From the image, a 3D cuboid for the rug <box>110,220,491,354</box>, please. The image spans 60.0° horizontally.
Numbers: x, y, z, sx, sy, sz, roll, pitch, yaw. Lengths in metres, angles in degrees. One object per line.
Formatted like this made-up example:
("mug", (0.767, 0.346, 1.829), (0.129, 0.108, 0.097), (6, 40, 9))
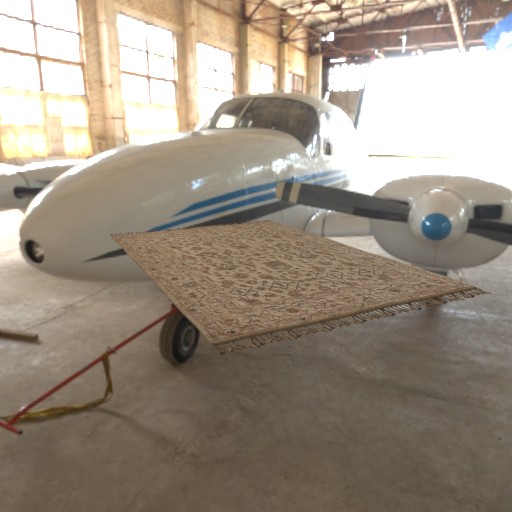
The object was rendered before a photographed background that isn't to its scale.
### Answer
("rug", (0.000, 0.000, 3.016), (1.529, 0.027, 2.434), (-7, 16, -26))
